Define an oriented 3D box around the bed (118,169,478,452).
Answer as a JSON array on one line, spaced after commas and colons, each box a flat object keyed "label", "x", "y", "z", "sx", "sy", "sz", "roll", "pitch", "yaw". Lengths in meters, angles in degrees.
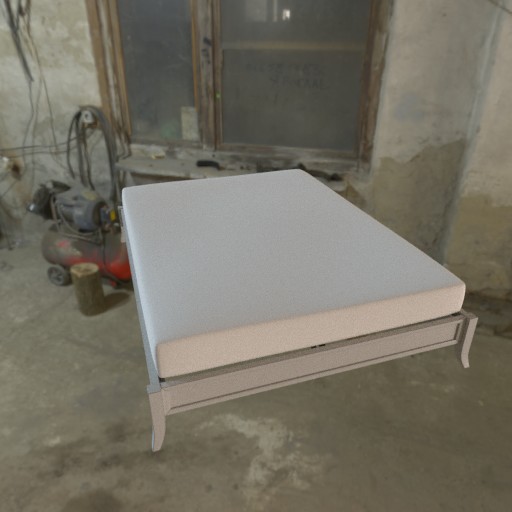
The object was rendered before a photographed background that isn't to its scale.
[{"label": "bed", "x": 0.000, "y": 0.000, "z": 2.817, "sx": 1.604, "sy": 0.510, "sz": 2.108, "roll": -9, "pitch": 29, "yaw": -16}]
